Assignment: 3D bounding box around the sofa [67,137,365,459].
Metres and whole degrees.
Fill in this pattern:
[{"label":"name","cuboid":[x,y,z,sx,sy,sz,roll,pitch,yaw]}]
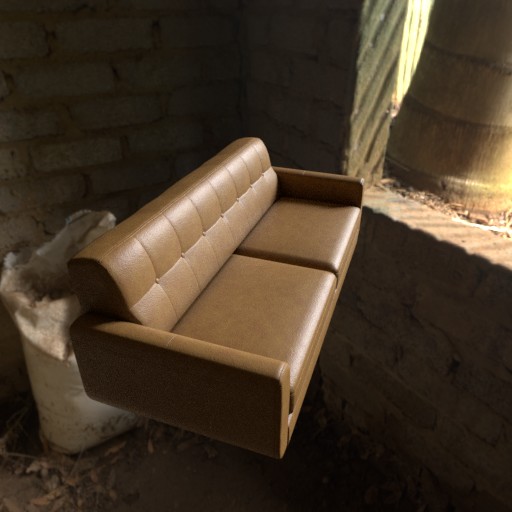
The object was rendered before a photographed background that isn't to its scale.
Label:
[{"label":"sofa","cuboid":[0.000,0.000,2.623,0.980,0.892,2.137,10,32,17]}]
